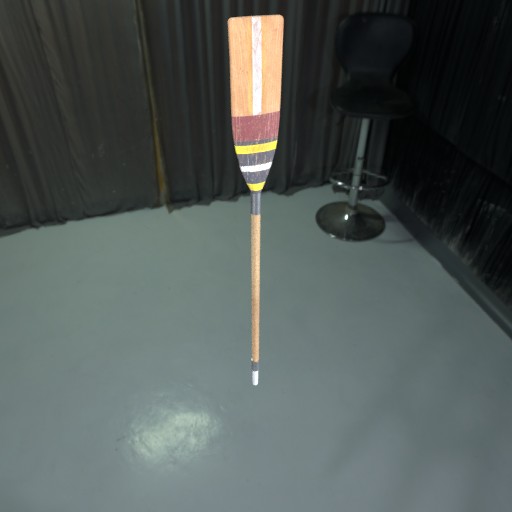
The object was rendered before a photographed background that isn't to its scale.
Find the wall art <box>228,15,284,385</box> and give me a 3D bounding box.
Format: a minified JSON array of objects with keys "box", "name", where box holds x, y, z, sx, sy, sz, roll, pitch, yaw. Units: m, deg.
[{"box":[0.000,0.000,1.606,0.146,1.556,0.038,-12,41,-14],"name":"wall art"}]
